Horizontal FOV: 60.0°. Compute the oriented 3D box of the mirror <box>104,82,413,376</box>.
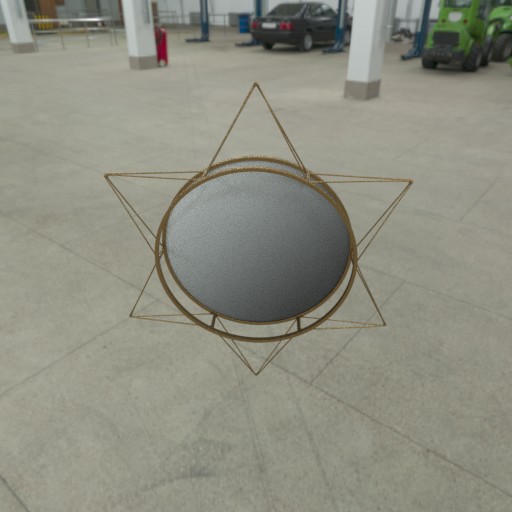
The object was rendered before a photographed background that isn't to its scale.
[{"bbox_3d":[0.000,0.000,0.785,0.498,0.581,0.062,2,30,3],"label":"mirror"}]
